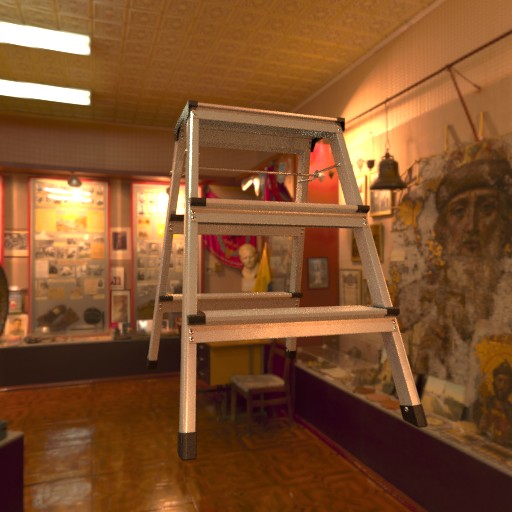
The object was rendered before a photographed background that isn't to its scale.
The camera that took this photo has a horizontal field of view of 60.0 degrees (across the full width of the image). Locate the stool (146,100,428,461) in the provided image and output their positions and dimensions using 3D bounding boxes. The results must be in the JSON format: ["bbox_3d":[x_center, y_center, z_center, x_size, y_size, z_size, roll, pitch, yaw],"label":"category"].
[{"bbox_3d":[0.000,0.000,1.009,0.437,0.605,0.622,0,-1,-18],"label":"stool"}]
